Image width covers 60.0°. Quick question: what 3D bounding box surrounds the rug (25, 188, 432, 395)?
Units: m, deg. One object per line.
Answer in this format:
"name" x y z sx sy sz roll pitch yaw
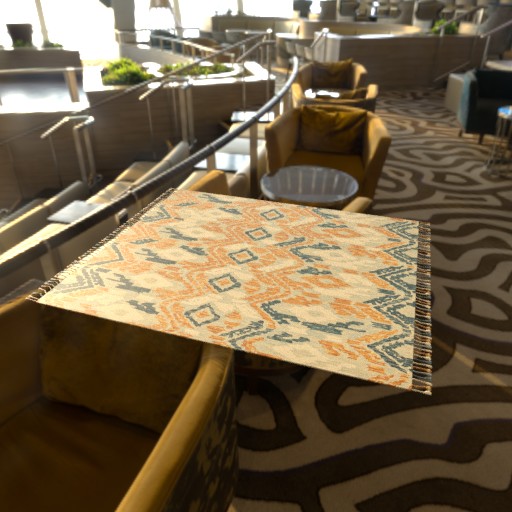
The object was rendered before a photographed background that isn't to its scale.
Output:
"rug" 0.000 0.000 4.067 3.048 0.010 2.439 10 32 16
